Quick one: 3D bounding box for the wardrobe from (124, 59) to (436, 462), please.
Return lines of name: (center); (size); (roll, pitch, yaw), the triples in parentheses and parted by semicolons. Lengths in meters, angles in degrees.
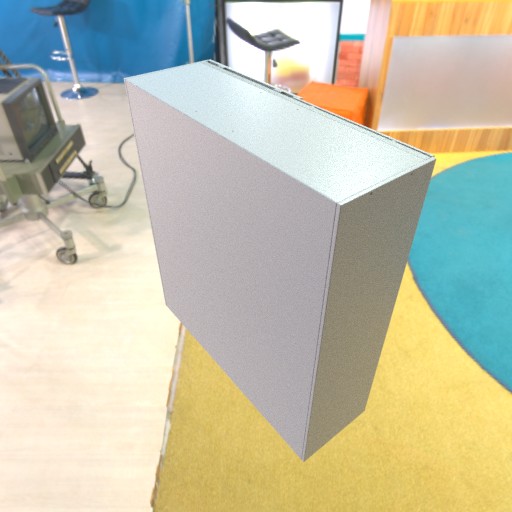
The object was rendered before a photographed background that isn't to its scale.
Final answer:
wardrobe: (0.000, 0.000, 2.907); (0.629, 1.960, 1.780); (-27, 47, -29)
